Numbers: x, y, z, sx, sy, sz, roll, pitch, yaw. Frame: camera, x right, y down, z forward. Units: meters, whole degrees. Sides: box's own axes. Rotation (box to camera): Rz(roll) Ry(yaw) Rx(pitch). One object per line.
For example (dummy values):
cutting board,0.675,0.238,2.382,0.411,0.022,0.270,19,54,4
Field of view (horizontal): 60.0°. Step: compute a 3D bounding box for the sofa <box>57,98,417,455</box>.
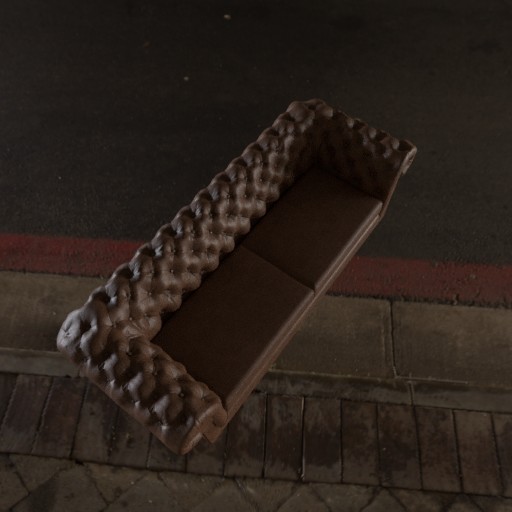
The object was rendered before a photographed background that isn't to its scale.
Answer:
sofa,0.000,0.000,2.863,0.944,0.783,2.385,33,64,18
